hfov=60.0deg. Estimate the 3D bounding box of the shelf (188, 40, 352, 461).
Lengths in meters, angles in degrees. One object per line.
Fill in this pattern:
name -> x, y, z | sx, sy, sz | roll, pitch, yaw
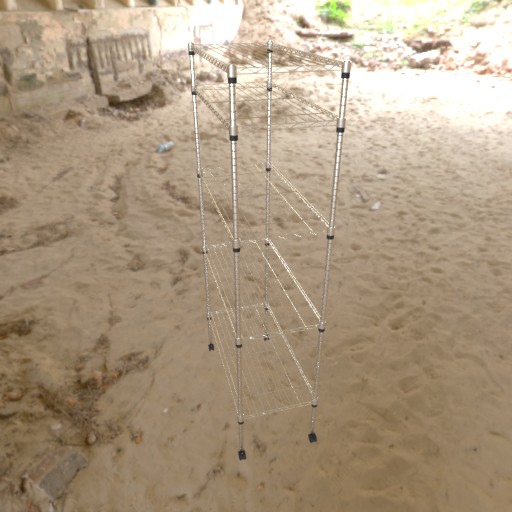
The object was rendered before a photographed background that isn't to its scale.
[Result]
shelf -> 0.000, 0.000, 1.878 | 0.356, 1.587, 0.762 | -8, 31, -14
